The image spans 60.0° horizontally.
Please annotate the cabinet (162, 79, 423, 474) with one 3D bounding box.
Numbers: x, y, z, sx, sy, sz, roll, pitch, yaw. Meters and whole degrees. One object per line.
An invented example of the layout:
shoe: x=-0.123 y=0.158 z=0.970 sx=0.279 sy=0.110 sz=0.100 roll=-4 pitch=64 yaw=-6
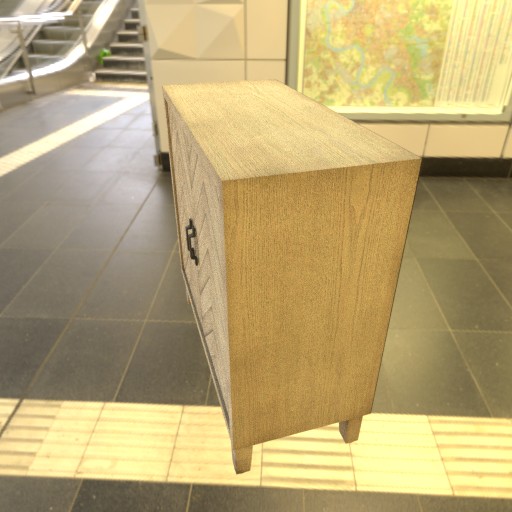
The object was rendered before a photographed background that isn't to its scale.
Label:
cabinet: x=0.000 y=0.000 z=1.239 sx=0.370 sy=0.787 sz=0.781 roll=-9 pitch=33 yaw=-14
